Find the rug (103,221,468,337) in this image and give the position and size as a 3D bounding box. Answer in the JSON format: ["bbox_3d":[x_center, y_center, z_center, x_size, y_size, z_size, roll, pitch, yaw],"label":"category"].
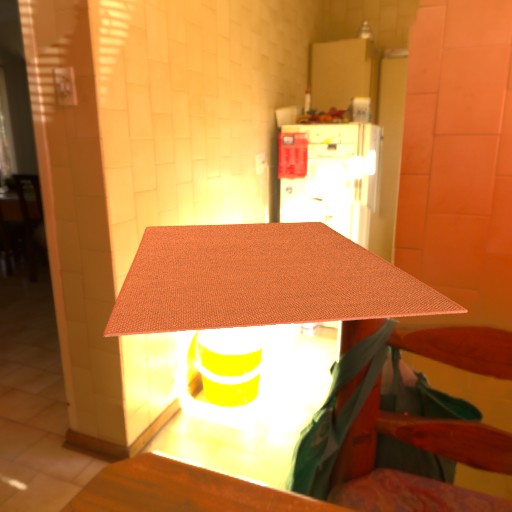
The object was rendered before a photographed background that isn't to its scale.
[{"bbox_3d":[0.000,0.000,2.810,1.524,0.013,2.134,-2,15,-9],"label":"rug"}]
